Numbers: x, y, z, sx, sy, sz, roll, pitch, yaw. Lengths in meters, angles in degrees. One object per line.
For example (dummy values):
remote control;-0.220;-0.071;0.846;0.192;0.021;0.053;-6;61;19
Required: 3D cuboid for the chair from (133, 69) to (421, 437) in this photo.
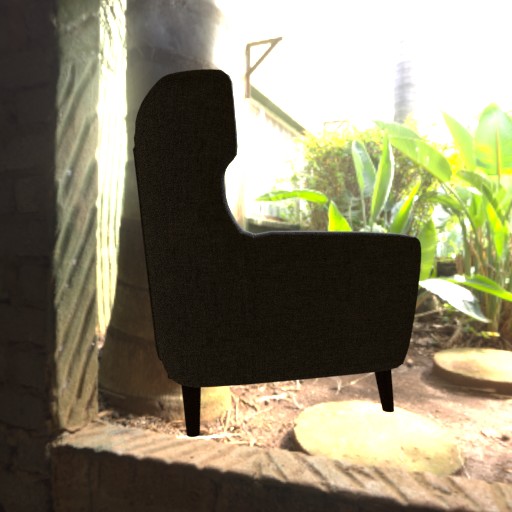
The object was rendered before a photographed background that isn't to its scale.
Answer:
chair;0.000;0.000;1.699;0.904;1.063;0.878;0;2;-17
